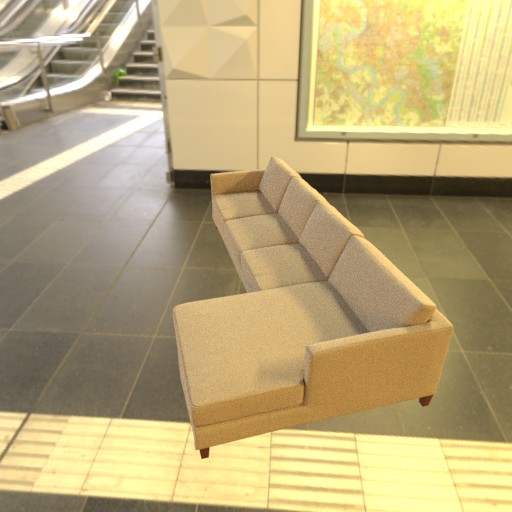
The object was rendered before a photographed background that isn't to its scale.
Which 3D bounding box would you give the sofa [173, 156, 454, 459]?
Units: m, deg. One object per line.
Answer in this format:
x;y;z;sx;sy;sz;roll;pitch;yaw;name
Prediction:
0.000;0.000;3.922;1.625;0.861;3.186;-8;30;-13;sofa
